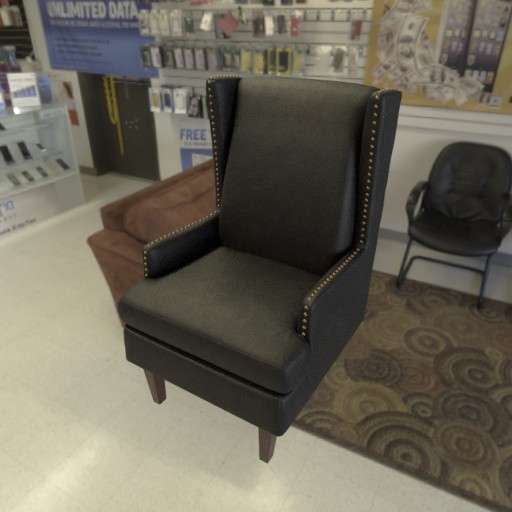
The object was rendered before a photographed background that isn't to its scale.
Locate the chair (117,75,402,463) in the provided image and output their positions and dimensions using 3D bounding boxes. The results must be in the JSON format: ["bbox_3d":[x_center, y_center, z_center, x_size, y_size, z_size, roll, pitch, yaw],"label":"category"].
[{"bbox_3d":[0.000,0.000,1.620,0.703,1.142,0.799,17,33,27],"label":"chair"}]
